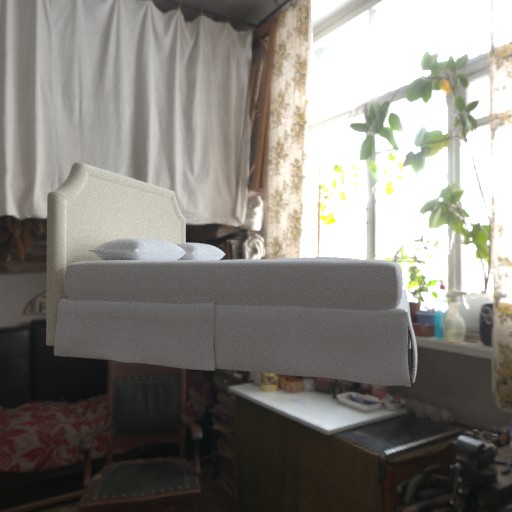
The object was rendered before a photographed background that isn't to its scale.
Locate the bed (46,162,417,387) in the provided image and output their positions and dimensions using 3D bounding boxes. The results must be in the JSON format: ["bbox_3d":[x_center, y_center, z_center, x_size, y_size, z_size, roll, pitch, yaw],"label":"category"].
[{"bbox_3d":[0.000,0.000,4.104,2.773,1.590,2.350,0,-1,18],"label":"bed"}]
